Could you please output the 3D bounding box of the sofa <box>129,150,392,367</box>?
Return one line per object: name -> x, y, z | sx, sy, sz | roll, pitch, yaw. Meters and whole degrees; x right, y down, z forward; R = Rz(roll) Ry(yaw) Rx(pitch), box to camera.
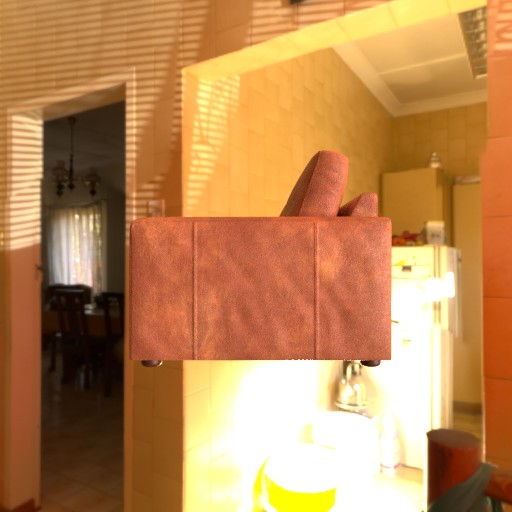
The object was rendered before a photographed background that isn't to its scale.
sofa -> 0.000, 0.000, 2.722 | 1.016, 0.873, 2.179 | 0, 0, 0
